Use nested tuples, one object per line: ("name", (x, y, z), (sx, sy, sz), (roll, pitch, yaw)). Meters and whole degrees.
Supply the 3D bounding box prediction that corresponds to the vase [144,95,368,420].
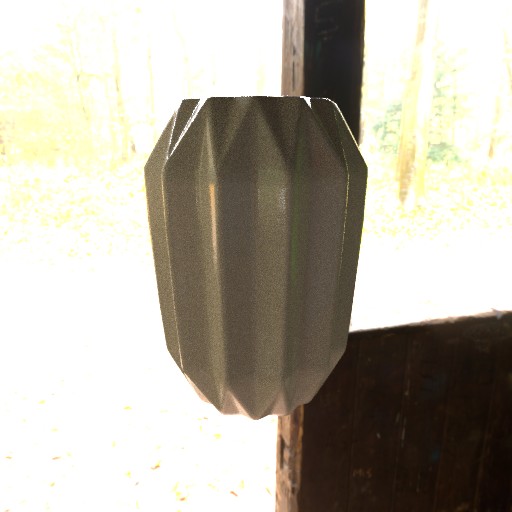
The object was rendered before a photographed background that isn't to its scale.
("vase", (0.000, 0.000, 0.416), (0.195, 0.275, 0.195), (0, 15, 0))
